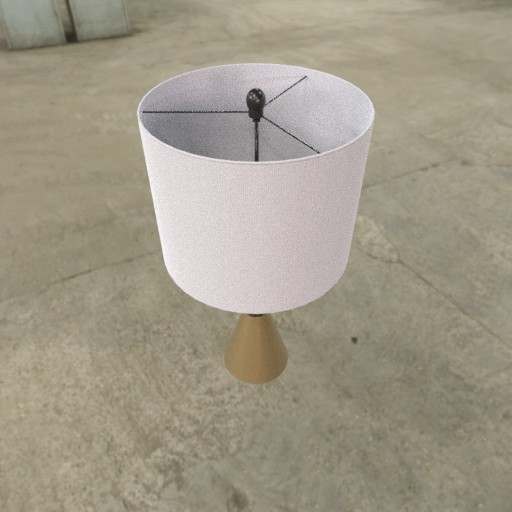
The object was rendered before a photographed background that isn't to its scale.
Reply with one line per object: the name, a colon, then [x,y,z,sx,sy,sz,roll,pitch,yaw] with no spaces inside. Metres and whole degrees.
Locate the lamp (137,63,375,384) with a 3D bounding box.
lamp: [0.000,0.000,0.756,0.304,0.573,0.304,0,42,0]
